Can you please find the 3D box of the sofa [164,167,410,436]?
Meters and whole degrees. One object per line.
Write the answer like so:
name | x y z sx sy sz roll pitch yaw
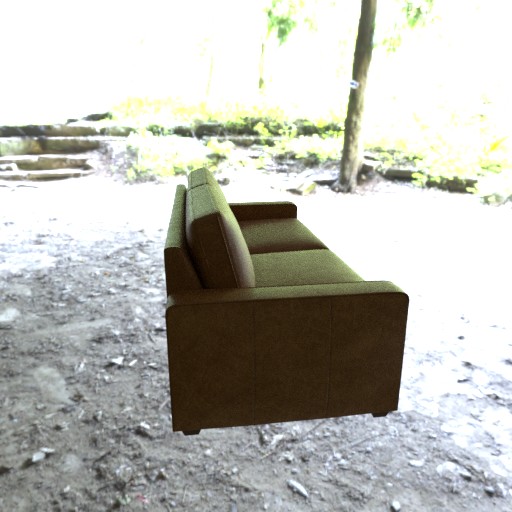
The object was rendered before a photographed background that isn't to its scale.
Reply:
sofa | 0.000 0.000 2.738 0.991 0.928 2.156 -2 17 -8
